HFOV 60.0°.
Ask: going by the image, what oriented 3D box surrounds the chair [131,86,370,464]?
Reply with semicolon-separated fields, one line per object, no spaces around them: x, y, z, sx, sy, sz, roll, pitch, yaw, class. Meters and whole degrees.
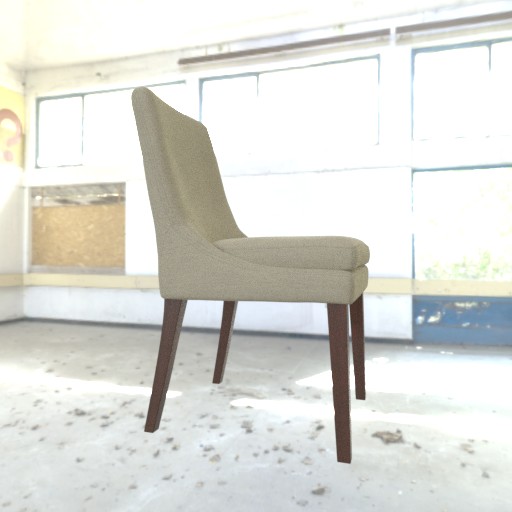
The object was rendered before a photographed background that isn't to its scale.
0.000;0.000;1.325;0.638;0.940;0.515;0;1;18;chair
